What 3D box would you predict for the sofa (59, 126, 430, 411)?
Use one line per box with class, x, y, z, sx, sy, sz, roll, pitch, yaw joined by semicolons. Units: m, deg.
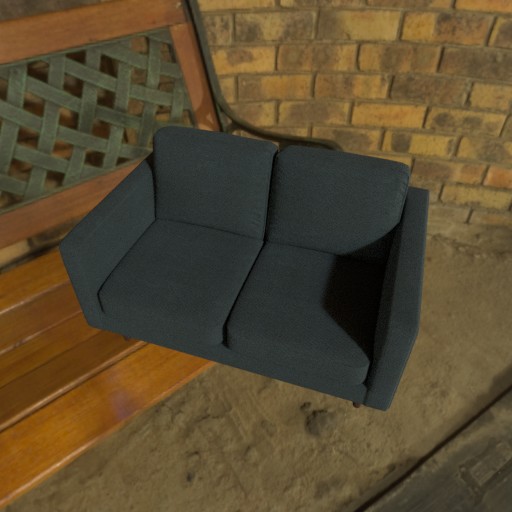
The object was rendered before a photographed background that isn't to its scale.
sofa;0.000;0.000;2.218;1.518;0.930;0.999;13;43;14
